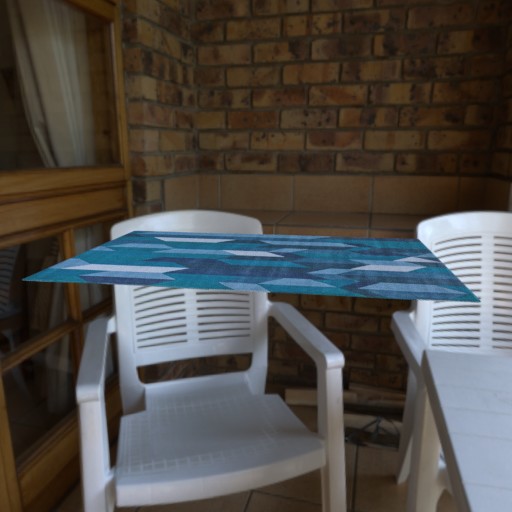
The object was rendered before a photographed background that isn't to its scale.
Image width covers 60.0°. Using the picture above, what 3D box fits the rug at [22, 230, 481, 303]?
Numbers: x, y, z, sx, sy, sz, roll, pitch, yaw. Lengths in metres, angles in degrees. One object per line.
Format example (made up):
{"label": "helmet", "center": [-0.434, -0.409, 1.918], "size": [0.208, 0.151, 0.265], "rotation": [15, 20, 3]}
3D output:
{"label": "rug", "center": [0.000, 0.000, 3.025], "size": [2.420, 0.005, 1.528], "rotation": [2, 14, 9]}
